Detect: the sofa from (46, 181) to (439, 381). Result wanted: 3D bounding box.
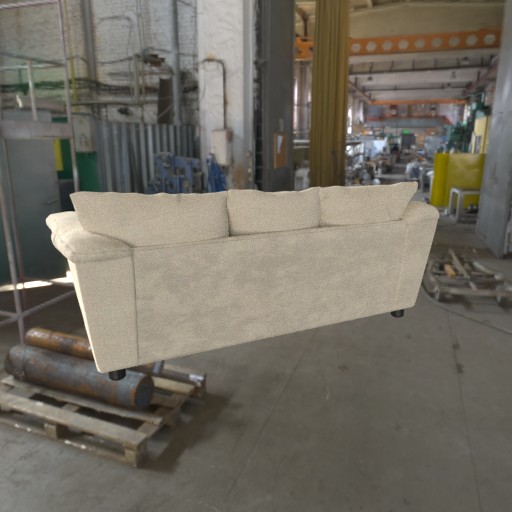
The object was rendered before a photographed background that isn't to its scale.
[{"bbox_3d":[0.000,0.000,2.845,2.377,0.981,0.893,-7,16,-25],"label":"sofa"}]
